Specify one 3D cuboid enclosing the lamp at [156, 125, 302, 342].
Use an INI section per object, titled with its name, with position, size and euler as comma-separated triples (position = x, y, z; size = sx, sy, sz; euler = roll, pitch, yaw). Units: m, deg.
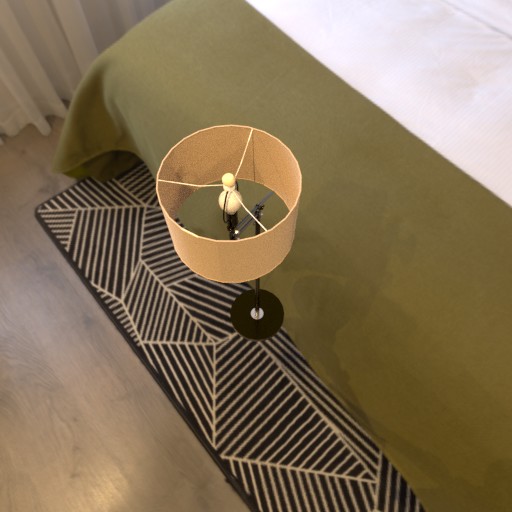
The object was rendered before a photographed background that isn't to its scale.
[lamp]
position = 0.000, 0.000, 1.951
size = 0.373, 1.635, 0.809
euler = 17, 63, 9
